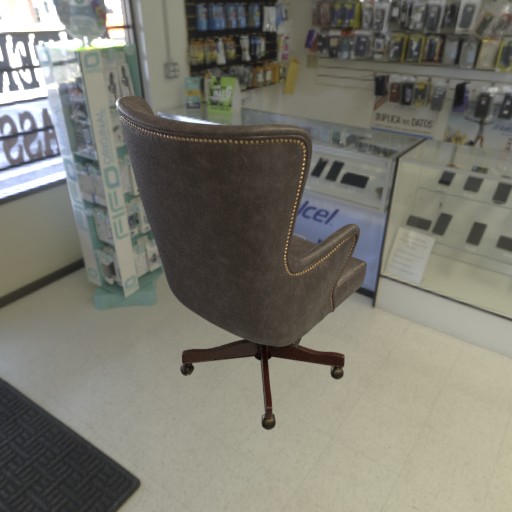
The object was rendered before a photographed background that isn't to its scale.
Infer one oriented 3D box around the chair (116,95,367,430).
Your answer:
[{"bbox_3d":[0.000,0.000,1.482,0.594,1.037,0.717,22,37,33],"label":"chair"}]
